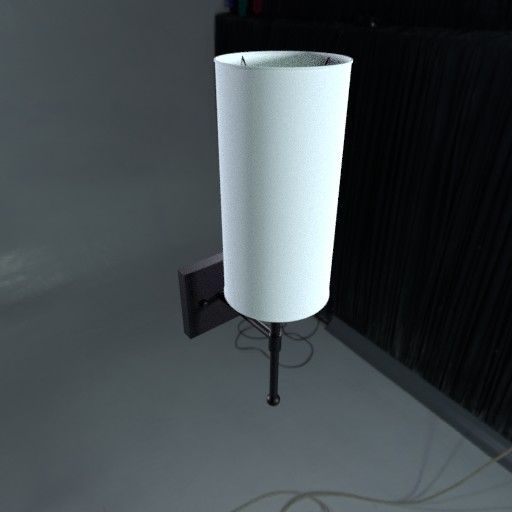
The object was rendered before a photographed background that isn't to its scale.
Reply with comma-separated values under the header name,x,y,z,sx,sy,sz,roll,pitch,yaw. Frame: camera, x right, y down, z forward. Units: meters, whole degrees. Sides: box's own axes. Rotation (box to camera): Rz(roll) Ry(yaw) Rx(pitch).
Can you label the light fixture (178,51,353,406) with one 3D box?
name,x,y,z,sx,sy,sz,roll,pitch,yaw
light fixture,0.000,0.000,0.555,0.128,0.462,0.208,-22,37,-33
